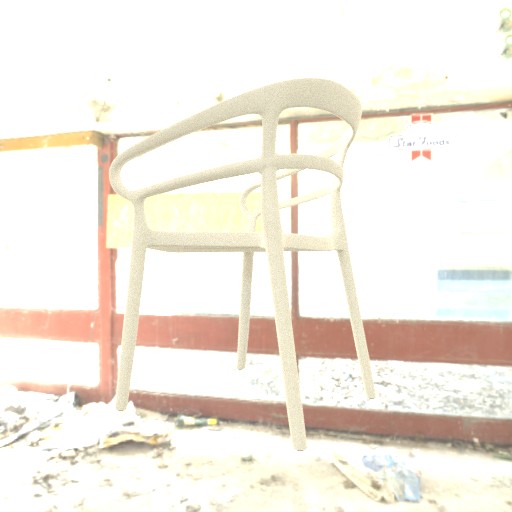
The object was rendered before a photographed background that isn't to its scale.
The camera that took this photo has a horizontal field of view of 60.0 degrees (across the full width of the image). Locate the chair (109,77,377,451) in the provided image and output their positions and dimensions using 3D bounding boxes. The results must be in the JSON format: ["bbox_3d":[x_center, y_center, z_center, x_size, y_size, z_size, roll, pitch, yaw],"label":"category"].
[{"bbox_3d":[0.000,0.000,1.163,0.527,0.761,0.559,0,-1,35],"label":"chair"}]
